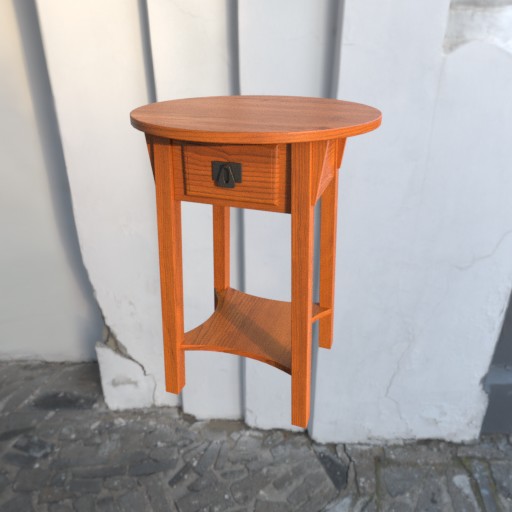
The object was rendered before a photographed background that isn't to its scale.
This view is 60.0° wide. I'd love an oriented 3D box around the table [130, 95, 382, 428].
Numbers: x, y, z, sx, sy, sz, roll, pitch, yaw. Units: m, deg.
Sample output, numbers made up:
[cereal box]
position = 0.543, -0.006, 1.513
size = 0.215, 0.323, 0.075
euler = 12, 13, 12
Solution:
[table]
position = 0.000, 0.000, 0.961
size = 0.457, 0.610, 0.457
euler = 0, 26, 0
